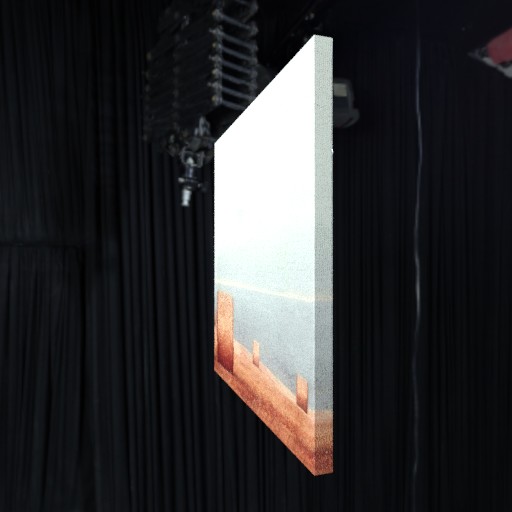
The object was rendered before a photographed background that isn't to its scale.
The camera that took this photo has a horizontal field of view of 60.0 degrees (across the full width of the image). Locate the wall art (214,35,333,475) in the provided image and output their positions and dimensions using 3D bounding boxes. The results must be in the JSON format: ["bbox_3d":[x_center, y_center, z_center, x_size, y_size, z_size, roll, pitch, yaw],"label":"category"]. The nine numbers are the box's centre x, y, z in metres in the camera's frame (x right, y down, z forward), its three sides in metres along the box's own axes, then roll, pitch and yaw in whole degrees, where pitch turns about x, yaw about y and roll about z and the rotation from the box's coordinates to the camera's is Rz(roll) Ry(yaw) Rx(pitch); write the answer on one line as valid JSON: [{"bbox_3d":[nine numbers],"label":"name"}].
[{"bbox_3d":[0.000,0.000,1.131,0.042,0.760,0.760,0,0,-18],"label":"wall art"}]
